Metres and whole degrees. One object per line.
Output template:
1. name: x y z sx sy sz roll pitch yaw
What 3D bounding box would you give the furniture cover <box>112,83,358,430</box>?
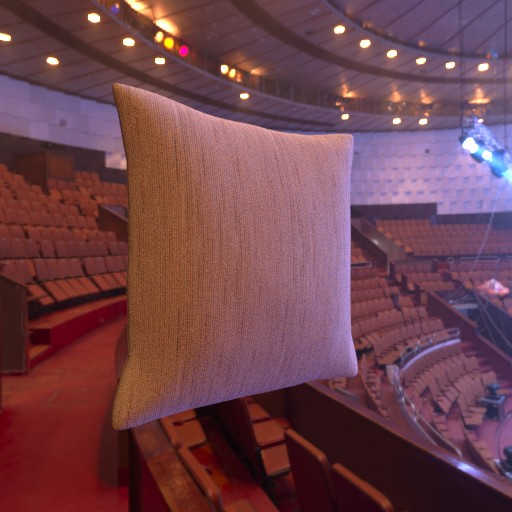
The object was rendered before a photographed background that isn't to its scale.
1. furniture cover: 0.000 0.000 0.788 0.512 0.506 0.178 0 1 -35
